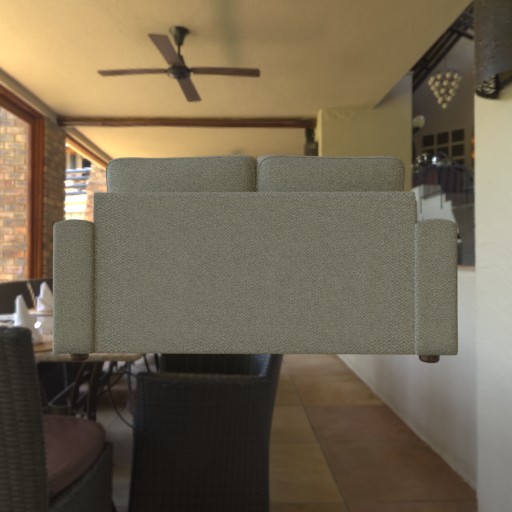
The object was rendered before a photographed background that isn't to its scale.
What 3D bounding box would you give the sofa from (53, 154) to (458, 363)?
[{"bbox_3d":[0.000,0.000,2.260,1.616,0.873,1.016,0,-1,1],"label":"sofa"}]
